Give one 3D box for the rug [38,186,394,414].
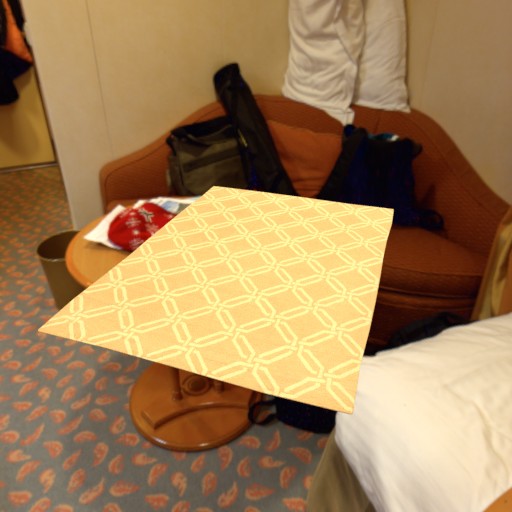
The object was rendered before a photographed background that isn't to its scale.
[{"bbox_3d":[0.000,0.000,4.448,2.452,0.020,3.365,10,31,17],"label":"rug"}]
